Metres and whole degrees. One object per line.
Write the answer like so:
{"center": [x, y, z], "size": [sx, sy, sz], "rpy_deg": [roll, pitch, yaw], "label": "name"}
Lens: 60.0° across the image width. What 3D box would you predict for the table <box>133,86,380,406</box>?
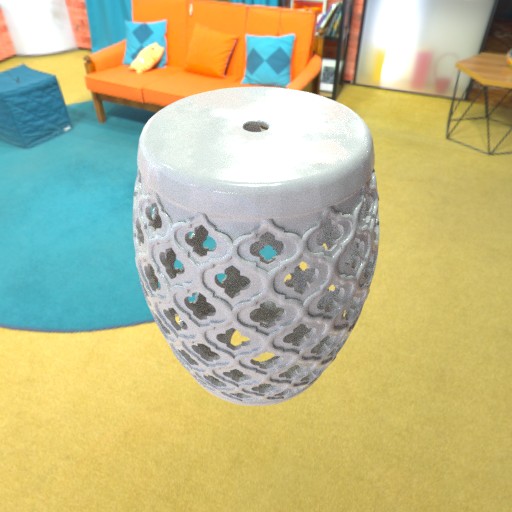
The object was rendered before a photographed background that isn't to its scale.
{"center": [0.000, 0.000, 0.627], "size": [0.325, 0.388, 0.325], "rpy_deg": [0, 41, 0], "label": "table"}
